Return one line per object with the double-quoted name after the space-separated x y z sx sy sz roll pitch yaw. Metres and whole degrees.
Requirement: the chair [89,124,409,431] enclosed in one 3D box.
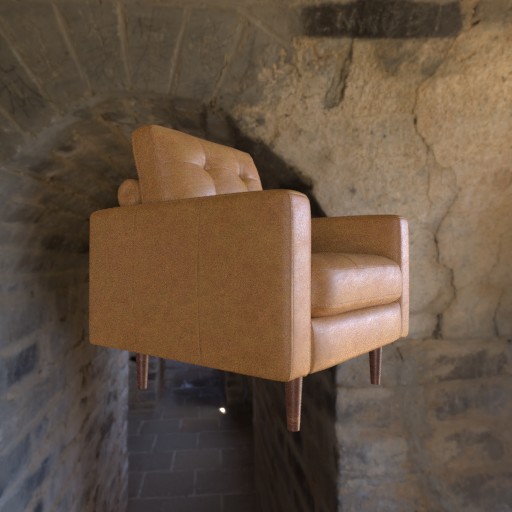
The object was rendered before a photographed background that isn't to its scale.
0.000 0.000 1.546 0.868 0.896 0.831 -1 -1 37 "chair"
